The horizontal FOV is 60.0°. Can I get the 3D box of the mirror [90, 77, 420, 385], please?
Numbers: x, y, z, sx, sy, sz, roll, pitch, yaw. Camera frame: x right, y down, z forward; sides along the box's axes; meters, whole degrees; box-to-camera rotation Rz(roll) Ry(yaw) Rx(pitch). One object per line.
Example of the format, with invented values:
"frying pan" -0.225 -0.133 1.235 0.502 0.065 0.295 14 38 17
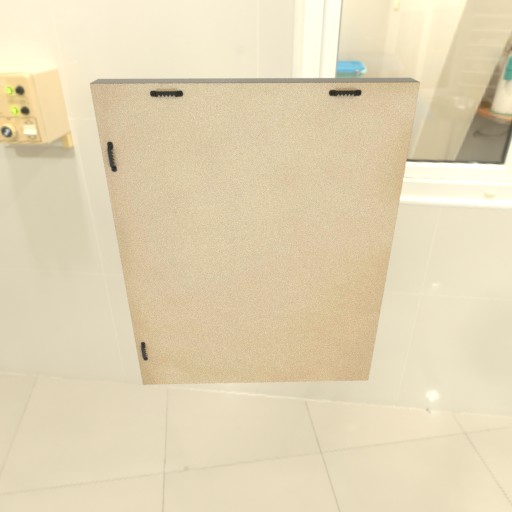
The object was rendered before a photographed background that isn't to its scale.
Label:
"mirror" 0.000 0.000 0.683 0.405 0.508 0.041 -1 30 -1
